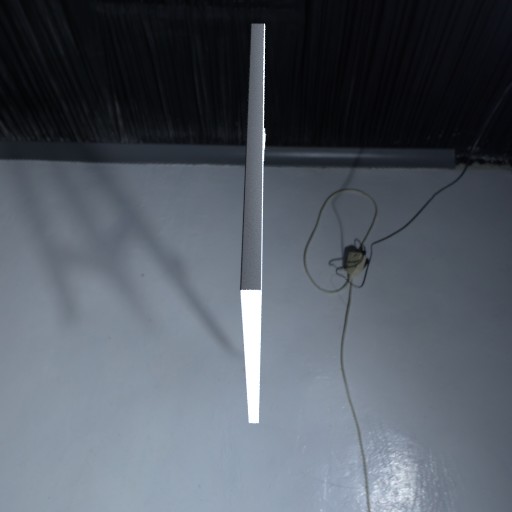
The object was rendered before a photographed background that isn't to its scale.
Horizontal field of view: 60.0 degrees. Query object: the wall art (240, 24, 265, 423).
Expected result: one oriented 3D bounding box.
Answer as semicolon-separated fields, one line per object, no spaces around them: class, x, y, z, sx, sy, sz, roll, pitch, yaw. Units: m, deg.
wall art;0.000;0.000;1.419;0.042;1.056;0.805;1;58;1
